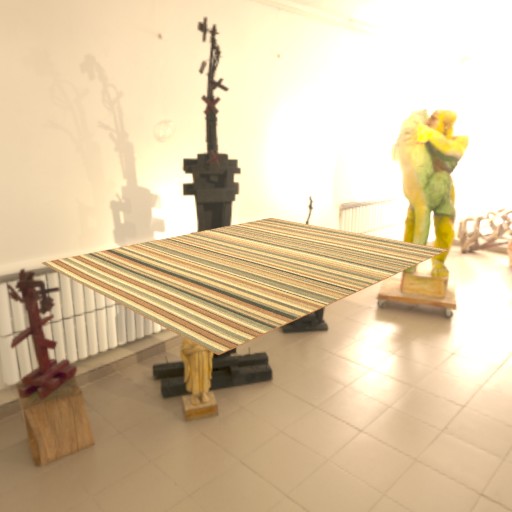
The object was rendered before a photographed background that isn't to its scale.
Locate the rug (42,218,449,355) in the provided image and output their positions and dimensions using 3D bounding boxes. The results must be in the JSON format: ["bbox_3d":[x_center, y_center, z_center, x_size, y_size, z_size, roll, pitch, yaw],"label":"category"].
[{"bbox_3d":[0.000,0.000,4.209,2.436,0.011,3.045,15,21,42],"label":"rug"}]
